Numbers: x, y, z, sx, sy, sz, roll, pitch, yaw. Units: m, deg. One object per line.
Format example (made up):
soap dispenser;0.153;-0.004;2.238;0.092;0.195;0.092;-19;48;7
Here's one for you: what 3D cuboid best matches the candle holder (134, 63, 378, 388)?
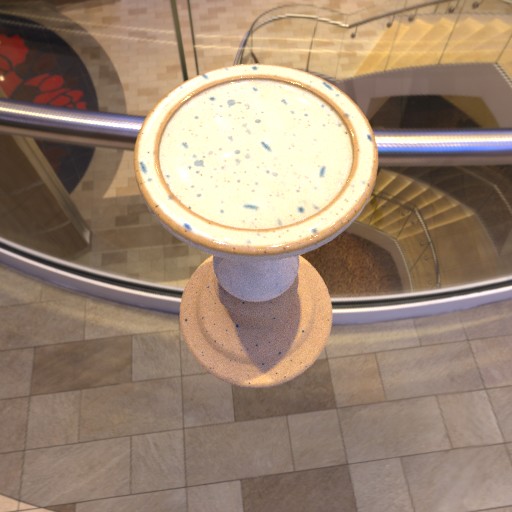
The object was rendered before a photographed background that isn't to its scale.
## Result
candle holder;0.000;0.000;0.276;0.123;0.202;0.123;0;62;0
